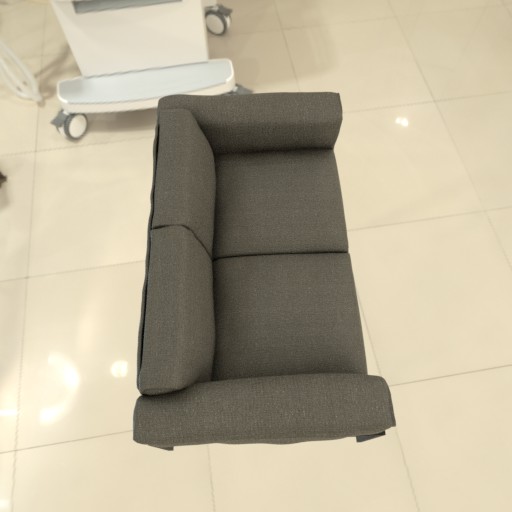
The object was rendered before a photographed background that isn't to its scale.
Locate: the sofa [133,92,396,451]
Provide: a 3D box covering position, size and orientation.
[{"bbox_3d":[0.000,0.000,2.144,0.960,0.656,1.690,-2,64,-1],"label":"sofa"}]
